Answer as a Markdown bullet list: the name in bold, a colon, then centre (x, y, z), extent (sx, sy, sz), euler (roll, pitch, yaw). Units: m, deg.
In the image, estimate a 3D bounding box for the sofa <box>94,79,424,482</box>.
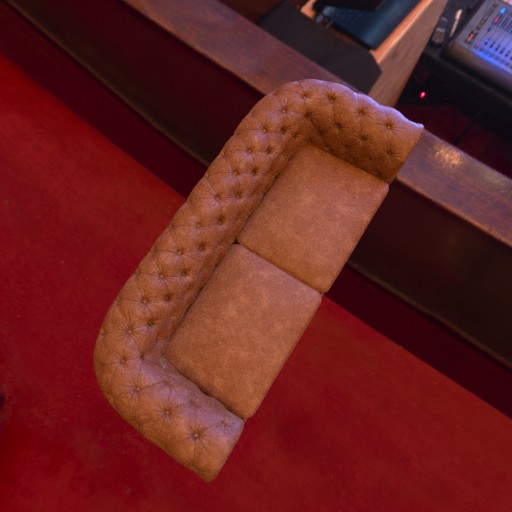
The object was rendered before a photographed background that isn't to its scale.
- **sofa**: centre (0.000, 0.000, 2.785), extent (0.989, 0.760, 2.365), euler (32, 78, 7)
